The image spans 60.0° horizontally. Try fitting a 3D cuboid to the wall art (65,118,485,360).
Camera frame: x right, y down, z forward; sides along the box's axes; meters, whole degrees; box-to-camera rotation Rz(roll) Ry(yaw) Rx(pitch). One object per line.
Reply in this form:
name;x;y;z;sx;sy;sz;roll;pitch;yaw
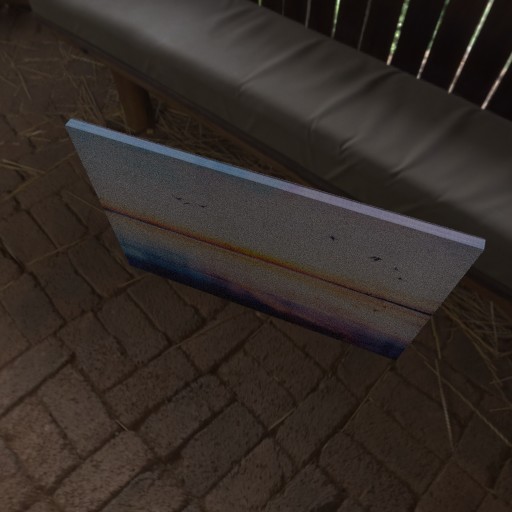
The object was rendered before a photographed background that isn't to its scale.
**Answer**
wall art;0.000;0.000;1.456;1.137;0.756;0.034;18;59;11
